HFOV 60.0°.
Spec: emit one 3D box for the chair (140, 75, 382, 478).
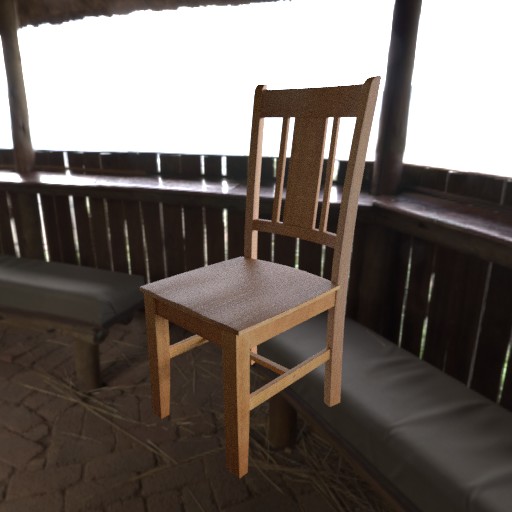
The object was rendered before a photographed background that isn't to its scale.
[{"bbox_3d":[0.000,0.000,1.310,0.450,0.998,0.556,16,23,41],"label":"chair"}]
